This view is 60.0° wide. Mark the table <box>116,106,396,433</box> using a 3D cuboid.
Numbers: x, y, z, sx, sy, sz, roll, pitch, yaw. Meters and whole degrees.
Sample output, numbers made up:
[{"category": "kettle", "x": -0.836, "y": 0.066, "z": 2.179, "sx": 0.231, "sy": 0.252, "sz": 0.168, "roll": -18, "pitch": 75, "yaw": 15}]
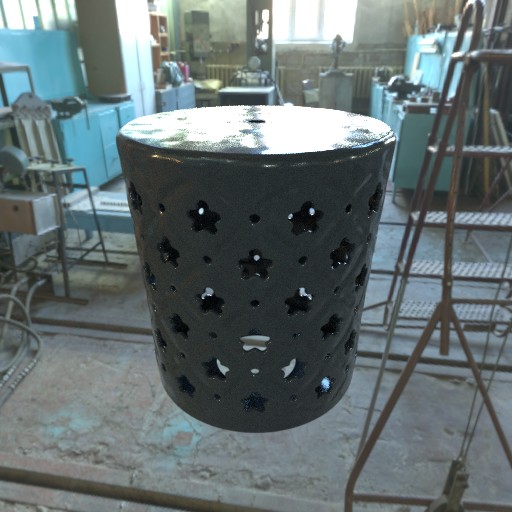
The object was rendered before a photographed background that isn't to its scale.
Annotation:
[{"category": "table", "x": 0.000, "y": 0.000, "z": 0.656, "sx": 0.352, "sy": 0.387, "sz": 0.352, "roll": 0, "pitch": 26, "yaw": 0}]
